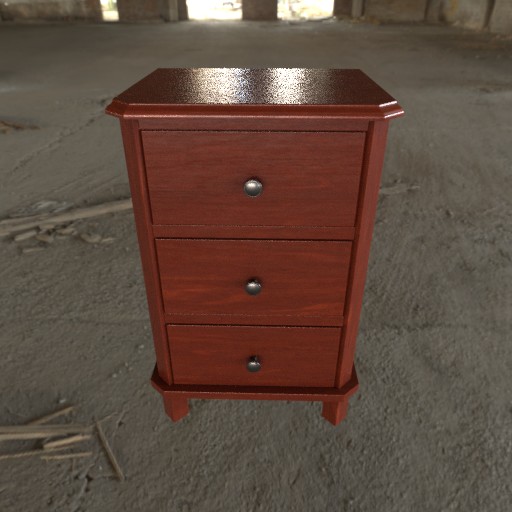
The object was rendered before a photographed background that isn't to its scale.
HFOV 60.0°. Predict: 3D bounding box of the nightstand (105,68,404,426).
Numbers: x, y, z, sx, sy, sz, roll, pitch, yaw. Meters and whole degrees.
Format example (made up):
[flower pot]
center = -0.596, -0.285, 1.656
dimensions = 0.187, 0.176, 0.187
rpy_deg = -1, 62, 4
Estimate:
[nightstand]
center = 0.000, 0.000, 0.927
dimensions = 0.435, 0.681, 0.351
rpy_deg = 1, 31, 1
